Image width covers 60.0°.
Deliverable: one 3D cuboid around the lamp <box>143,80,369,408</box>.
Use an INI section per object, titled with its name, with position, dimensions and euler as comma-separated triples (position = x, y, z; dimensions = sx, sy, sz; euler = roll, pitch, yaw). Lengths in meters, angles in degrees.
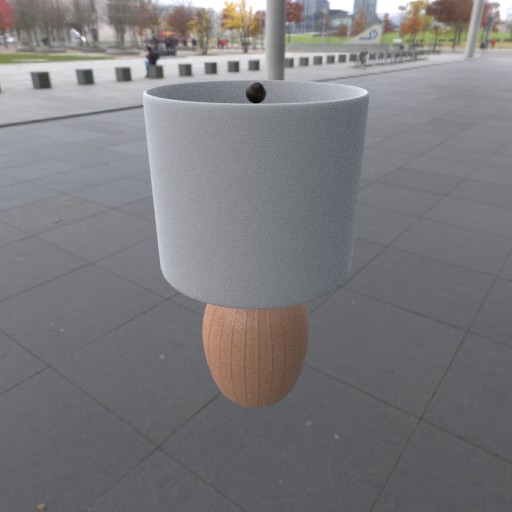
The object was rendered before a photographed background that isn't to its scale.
[lamp]
position = 0.000, 0.000, 0.777
dimensions = 0.329, 0.570, 0.329
euler = 0, 26, 0
